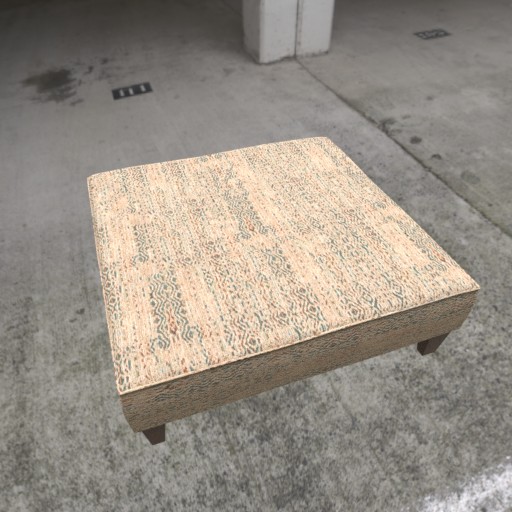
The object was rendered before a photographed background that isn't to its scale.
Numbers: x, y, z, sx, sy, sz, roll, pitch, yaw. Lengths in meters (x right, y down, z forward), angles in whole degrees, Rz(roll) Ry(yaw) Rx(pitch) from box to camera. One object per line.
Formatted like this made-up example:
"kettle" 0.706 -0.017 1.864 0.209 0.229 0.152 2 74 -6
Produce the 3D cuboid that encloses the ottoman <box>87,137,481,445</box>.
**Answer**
"ottoman" 0.000 0.000 1.532 1.004 0.356 0.968 -13 44 -15
